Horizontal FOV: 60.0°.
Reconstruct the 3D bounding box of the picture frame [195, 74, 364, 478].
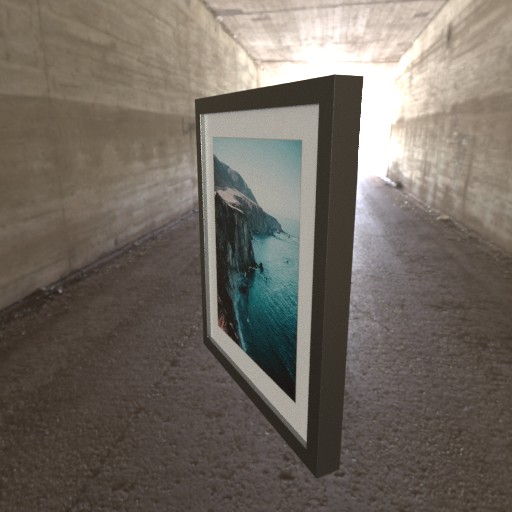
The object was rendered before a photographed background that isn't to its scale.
[{"bbox_3d":[0.000,0.000,1.381,0.073,0.968,0.839,-8,18,-26],"label":"picture frame"}]
